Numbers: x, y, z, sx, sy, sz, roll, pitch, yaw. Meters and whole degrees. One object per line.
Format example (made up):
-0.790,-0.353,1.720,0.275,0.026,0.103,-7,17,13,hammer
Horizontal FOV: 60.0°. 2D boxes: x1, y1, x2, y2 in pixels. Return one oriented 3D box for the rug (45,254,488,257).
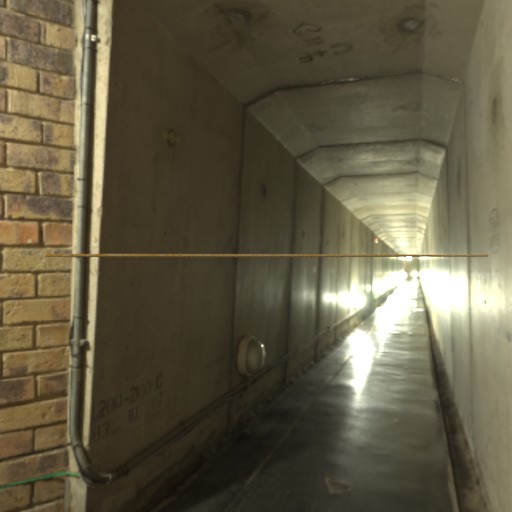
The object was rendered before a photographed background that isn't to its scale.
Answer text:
0.000,0.000,2.293,1.829,0.010,1.213,0,0,-18,rug
